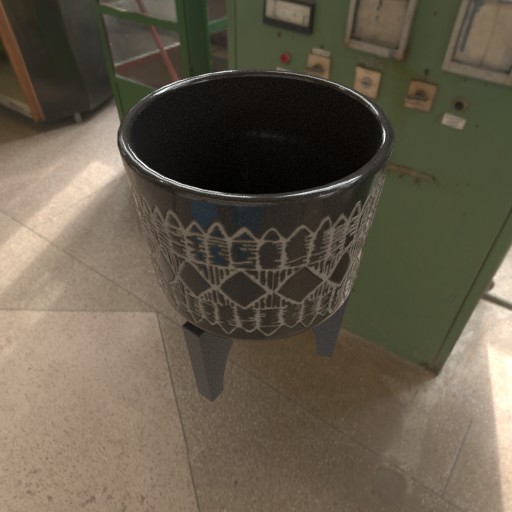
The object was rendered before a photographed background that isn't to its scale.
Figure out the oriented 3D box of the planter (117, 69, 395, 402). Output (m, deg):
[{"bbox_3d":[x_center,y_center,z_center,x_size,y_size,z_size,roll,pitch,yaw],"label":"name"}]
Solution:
[{"bbox_3d":[0.000,0.000,0.270,0.129,0.177,0.129,0,43,0],"label":"planter"}]
